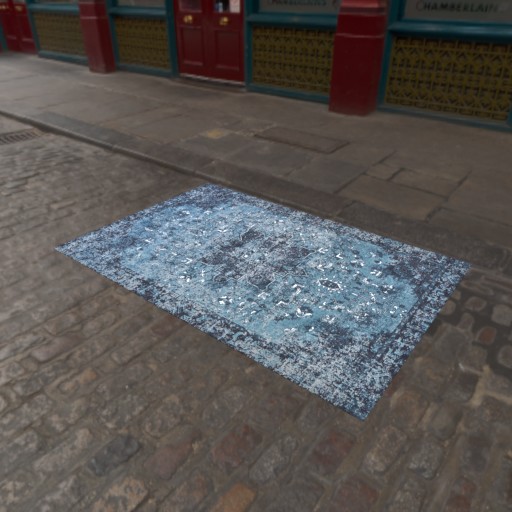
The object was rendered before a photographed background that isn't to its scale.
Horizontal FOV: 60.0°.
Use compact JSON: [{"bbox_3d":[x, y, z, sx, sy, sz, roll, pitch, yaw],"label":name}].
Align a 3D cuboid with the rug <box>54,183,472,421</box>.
[{"bbox_3d":[0.000,0.000,2.318,1.828,0.005,1.219,22,37,32],"label":"rug"}]
